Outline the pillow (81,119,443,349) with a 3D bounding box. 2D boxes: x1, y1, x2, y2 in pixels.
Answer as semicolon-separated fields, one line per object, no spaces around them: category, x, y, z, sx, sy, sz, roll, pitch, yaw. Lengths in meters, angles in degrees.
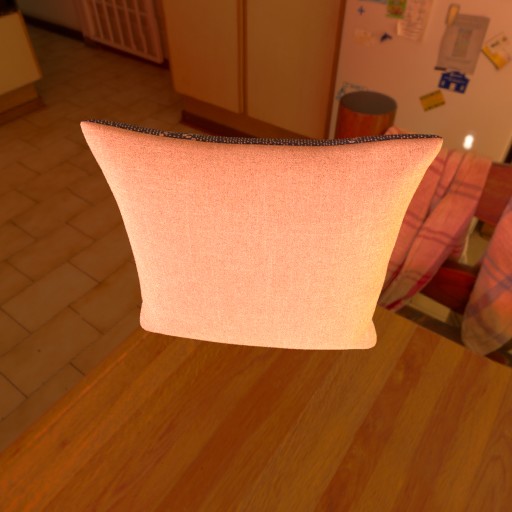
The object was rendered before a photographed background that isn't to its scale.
pillow;0.000;0.000;0.672;0.435;0.428;0.148;4;45;4
